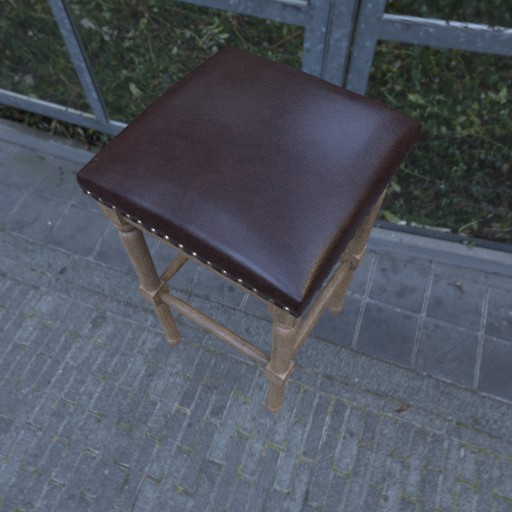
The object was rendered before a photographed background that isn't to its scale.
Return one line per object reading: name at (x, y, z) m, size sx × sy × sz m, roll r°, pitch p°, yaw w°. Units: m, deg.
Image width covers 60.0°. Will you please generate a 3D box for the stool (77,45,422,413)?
stool at (0.000, 0.000, 0.917) m, size 0.382 × 0.702 × 0.383 m, roll 29°, pitch 62°, yaw 17°
